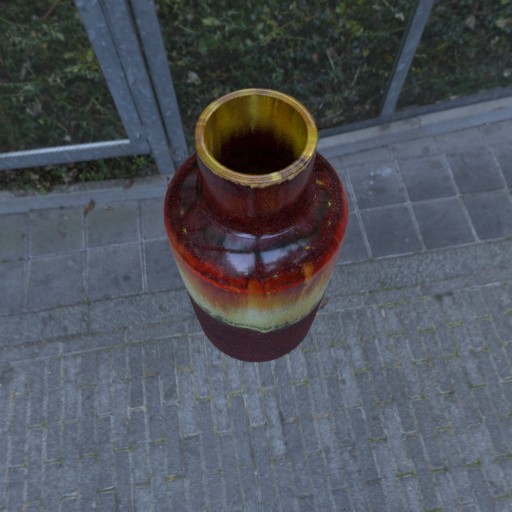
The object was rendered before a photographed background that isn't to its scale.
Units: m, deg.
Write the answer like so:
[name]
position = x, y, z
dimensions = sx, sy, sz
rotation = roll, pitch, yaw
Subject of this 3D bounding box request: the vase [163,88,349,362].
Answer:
[vase]
position = 0.000, 0.000, 0.322
dimensions = 0.111, 0.261, 0.111
rotation = 0, 64, 0
